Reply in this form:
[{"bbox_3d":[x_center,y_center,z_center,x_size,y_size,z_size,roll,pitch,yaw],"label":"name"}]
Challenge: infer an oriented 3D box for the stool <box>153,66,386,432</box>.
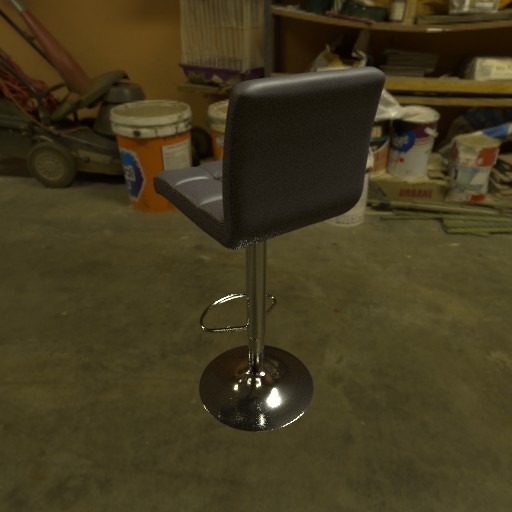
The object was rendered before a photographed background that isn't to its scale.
[{"bbox_3d":[0.000,0.000,1.374,0.430,1.115,0.505,-20,36,-30],"label":"stool"}]
